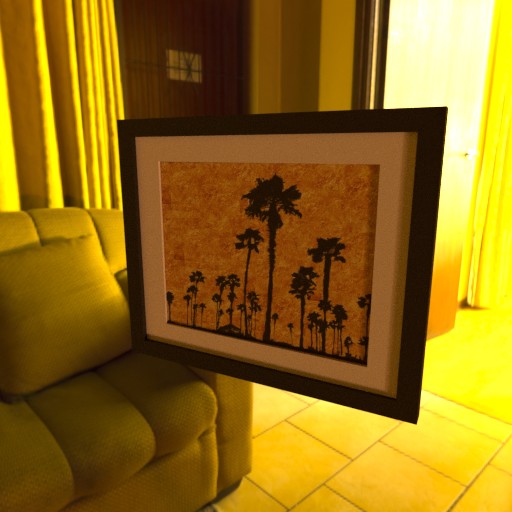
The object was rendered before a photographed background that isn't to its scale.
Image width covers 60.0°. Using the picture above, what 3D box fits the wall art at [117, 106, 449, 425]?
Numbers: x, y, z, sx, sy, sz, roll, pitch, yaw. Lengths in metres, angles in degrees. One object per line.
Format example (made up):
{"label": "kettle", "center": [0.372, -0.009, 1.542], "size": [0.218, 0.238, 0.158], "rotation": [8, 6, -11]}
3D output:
{"label": "wall art", "center": [0.000, 0.000, 0.754], "size": [0.561, 0.460, 0.028], "rotation": [7, 15, 26]}
